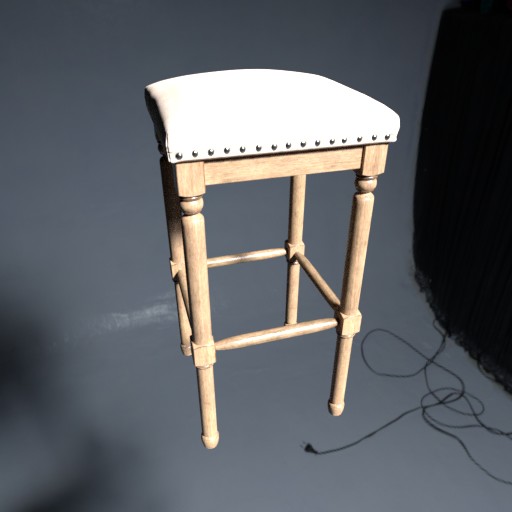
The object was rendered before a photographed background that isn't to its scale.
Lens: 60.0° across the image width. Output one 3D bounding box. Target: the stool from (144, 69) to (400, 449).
[{"bbox_3d":[0.000,0.000,0.994,0.383,0.768,0.382,-9,32,-14],"label":"stool"}]
